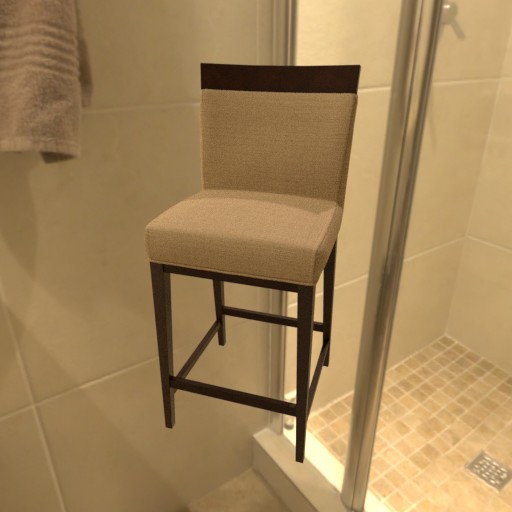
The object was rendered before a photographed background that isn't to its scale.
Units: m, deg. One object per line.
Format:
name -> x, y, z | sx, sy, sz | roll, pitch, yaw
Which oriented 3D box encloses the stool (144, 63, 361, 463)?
stool -> 0.000, 0.000, 1.419 | 0.511, 1.117, 0.531 | 8, 26, 16
